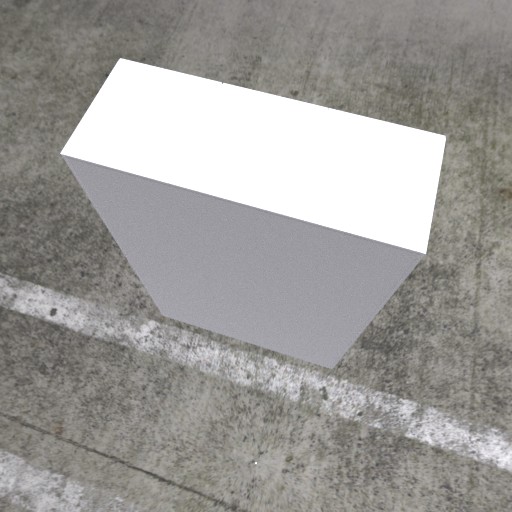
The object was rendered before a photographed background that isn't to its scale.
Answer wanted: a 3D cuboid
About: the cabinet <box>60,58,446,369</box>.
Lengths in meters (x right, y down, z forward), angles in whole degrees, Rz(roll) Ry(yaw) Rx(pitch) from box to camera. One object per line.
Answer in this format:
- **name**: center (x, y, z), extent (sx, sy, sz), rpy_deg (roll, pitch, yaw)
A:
- **cabinet**: center (0.000, 0.000, 2.452), extent (1.290, 1.910, 0.510), rpy_deg (16, 66, 7)
